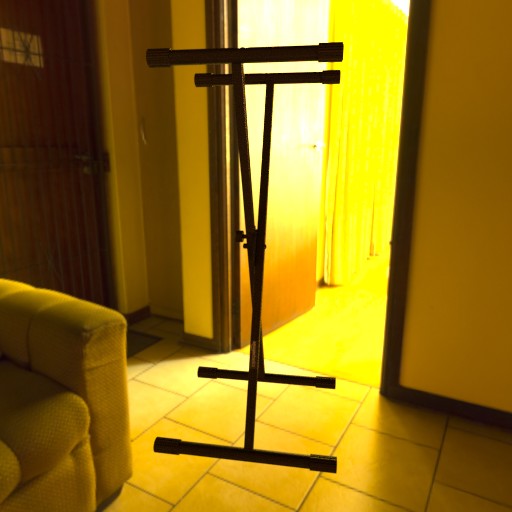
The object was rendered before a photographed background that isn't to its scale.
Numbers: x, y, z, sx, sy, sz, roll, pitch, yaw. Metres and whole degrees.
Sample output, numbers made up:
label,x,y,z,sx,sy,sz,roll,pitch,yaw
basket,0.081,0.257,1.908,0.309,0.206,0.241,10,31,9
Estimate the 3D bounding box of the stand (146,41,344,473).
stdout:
label,x,y,z,sx,sy,sz,roll,pitch,yaw
stand,0.000,0.000,1.147,0.449,0.940,0.409,2,14,9
